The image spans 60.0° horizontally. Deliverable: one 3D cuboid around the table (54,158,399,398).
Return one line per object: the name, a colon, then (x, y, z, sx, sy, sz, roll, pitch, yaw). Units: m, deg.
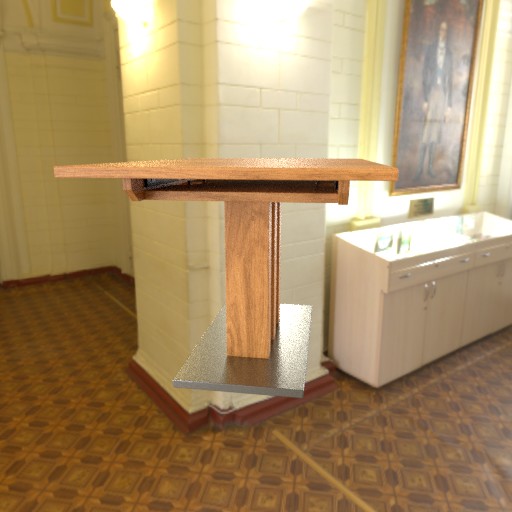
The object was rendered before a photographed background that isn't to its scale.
table: (0.000, 0.000, 1.841, 0.900, 0.770, 1.300, 2, 14, 9)
